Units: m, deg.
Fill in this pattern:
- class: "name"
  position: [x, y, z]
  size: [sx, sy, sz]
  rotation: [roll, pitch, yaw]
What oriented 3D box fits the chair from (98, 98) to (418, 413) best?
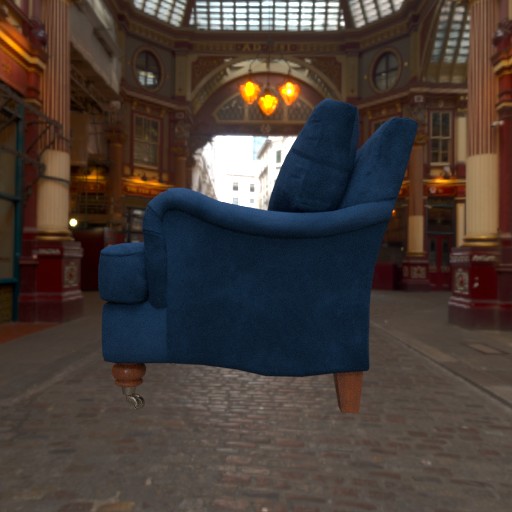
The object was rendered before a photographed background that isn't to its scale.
- class: "chair"
  position: [0.000, 0.000, 1.868]
  size: [1.078, 1.076, 0.895]
  rotation: [0, 0, 0]
